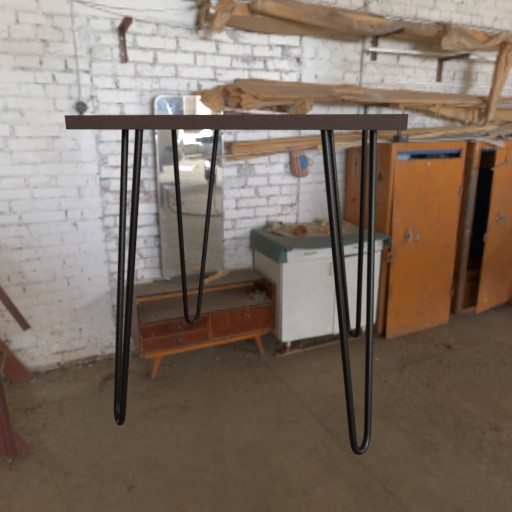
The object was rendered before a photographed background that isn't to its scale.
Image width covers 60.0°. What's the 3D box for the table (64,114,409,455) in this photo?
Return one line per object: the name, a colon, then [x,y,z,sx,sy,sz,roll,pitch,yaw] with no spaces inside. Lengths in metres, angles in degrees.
table: [0.000,0.000,0.936,0.495,0.559,0.495,3,17,10]
